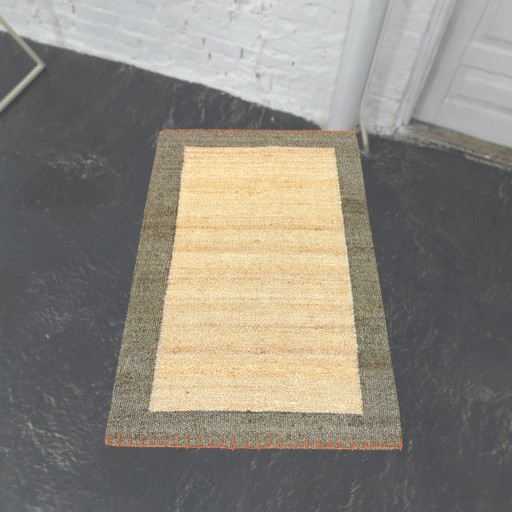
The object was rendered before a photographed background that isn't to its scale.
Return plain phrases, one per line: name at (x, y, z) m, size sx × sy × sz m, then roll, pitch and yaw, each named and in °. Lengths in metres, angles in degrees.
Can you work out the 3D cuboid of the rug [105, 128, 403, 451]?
rug at (0.000, 0.000, 2.261) m, size 1.220 × 0.019 × 1.838 m, roll 1°, pitch 58°, yaw 0°
